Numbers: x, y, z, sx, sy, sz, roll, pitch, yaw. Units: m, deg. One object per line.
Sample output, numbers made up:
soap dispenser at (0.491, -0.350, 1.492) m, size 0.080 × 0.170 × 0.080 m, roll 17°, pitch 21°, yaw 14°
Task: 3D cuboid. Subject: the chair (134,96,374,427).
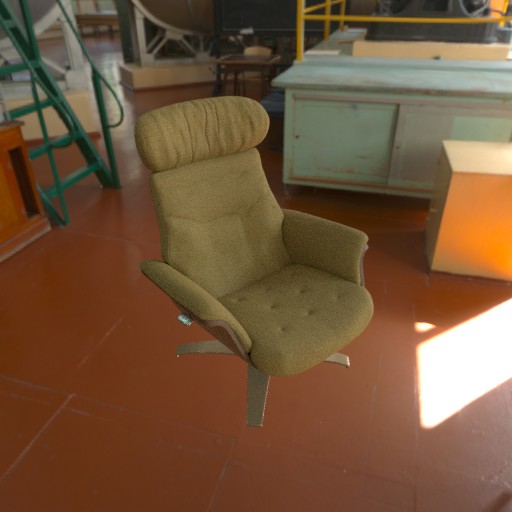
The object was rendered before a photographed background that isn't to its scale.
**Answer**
chair at (0.000, 0.000, 1.643) m, size 0.785 × 0.995 × 0.837 m, roll -23°, pitch 38°, yaw -33°
